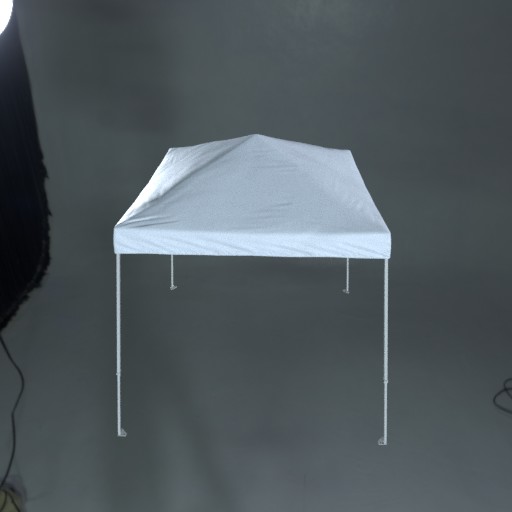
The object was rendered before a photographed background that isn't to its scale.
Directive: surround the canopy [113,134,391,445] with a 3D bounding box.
[{"bbox_3d":[0.000,0.000,6.567,3.600,3.600,3.599,1,30,2],"label":"canopy"}]
